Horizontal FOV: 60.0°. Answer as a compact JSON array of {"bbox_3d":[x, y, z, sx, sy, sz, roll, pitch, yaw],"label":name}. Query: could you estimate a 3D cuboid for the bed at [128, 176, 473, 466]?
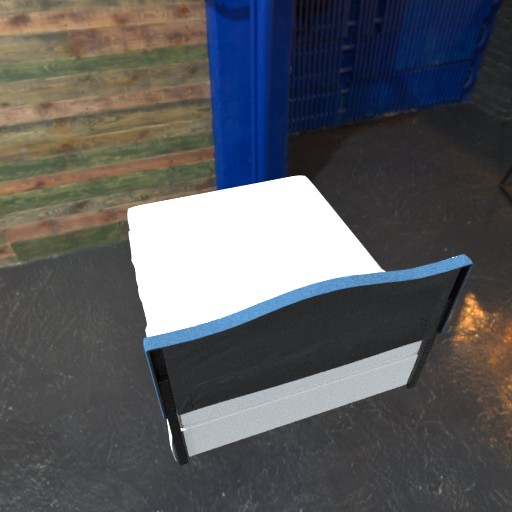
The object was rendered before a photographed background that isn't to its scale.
[{"bbox_3d":[0.000,0.000,2.936,1.610,1.169,1.872,-13,43,-14],"label":"bed"}]
